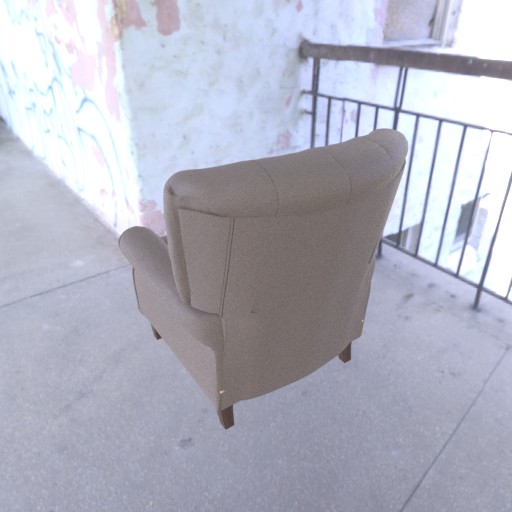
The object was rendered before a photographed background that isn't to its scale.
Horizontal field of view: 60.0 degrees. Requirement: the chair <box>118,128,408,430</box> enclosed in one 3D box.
[{"bbox_3d":[0.000,0.000,1.933,0.999,1.138,1.041,-19,35,-29],"label":"chair"}]
